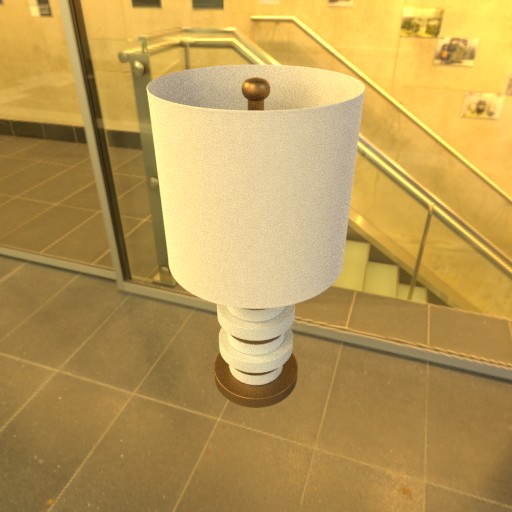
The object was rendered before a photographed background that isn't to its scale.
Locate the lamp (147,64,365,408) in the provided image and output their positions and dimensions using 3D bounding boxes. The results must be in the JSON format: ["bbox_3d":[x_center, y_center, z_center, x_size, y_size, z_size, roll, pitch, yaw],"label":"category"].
[{"bbox_3d":[0.000,0.000,0.541,0.210,0.410,0.210,0,32,0],"label":"lamp"}]
